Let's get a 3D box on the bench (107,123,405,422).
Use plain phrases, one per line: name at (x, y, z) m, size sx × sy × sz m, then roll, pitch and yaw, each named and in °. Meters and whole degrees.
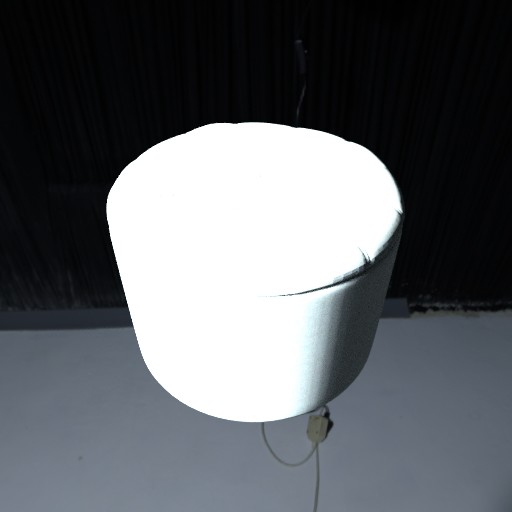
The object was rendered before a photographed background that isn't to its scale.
bench at (0.000, 0.000, 1.025) m, size 0.600 × 0.453 × 0.600 m, roll 0°, pitch 39°, yaw 0°
